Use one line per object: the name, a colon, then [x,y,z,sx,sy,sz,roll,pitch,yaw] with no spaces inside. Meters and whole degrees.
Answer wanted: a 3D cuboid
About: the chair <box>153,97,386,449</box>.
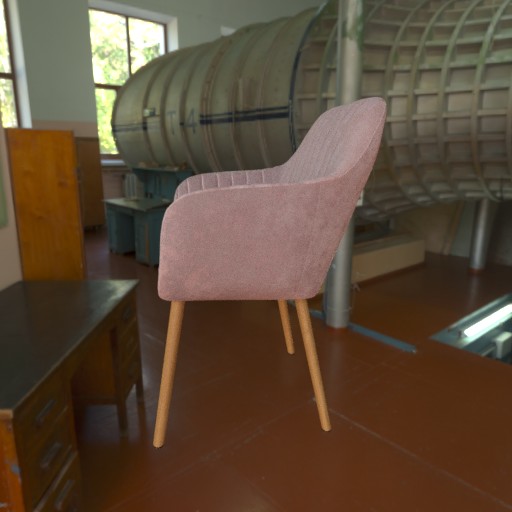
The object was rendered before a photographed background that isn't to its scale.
chair: [0.000,0.000,1.252,0.570,0.832,0.610,-2,14,-7]
